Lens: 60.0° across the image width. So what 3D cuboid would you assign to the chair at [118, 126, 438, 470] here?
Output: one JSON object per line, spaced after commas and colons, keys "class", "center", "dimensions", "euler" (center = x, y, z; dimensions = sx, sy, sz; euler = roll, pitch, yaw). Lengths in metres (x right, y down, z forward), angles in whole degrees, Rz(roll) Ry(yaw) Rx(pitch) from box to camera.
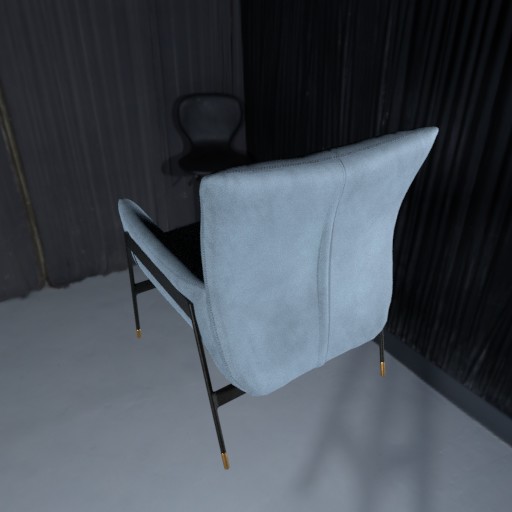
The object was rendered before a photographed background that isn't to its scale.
{"class": "chair", "center": [0.000, 0.000, 1.406], "dimensions": [0.678, 0.858, 0.709], "euler": [-19, 35, -29]}
